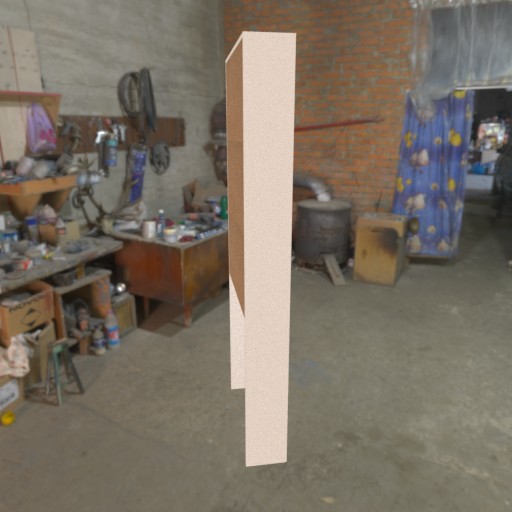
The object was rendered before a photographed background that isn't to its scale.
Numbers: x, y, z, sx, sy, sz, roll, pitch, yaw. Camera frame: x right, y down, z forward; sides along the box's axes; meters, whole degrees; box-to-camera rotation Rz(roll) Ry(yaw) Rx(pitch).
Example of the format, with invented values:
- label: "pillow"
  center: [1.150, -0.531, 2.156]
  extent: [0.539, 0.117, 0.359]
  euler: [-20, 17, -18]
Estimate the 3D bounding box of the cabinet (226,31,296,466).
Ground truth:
- label: "cabinet"
  center: [0.000, 0.000, 2.063]
  extent: [0.192, 1.770, 0.643]
  euler: [-2, 16, -9]
